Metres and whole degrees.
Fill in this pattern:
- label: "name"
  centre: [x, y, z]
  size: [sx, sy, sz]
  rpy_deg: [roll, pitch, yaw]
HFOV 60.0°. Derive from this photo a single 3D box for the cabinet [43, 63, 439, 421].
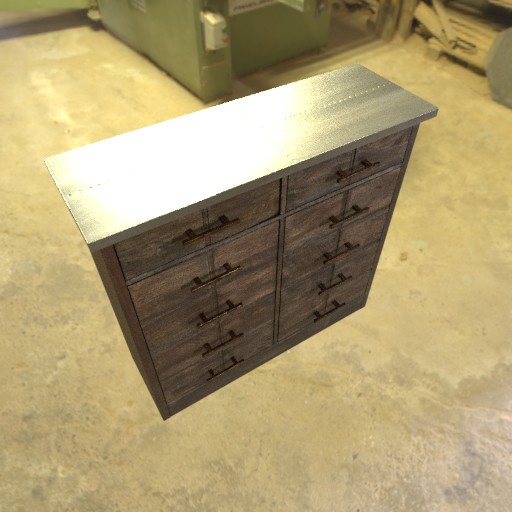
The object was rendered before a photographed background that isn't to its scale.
- label: "cabinet"
  centre: [0.000, 0.000, 1.455]
  size: [0.968, 0.919, 0.338]
  rpy_deg: [-25, 52, -21]
